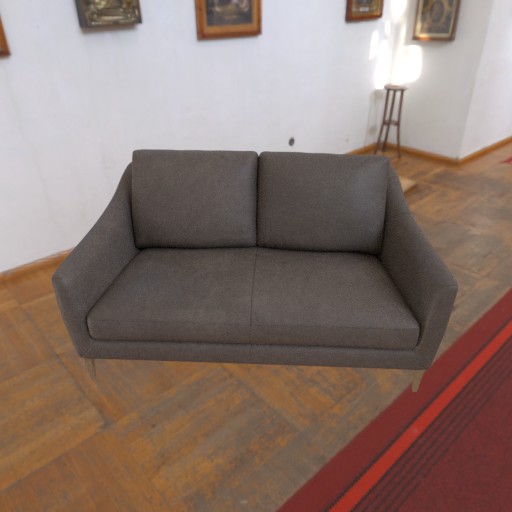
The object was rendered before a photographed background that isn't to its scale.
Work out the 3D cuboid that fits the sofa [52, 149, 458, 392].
[{"bbox_3d":[0.000,0.000,2.207,1.619,0.902,0.960,1,30,2],"label":"sofa"}]
